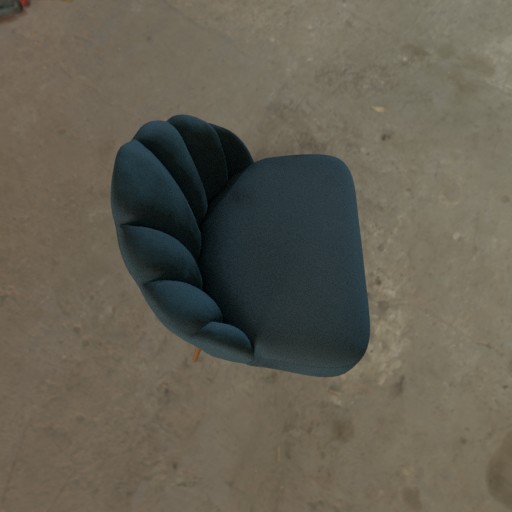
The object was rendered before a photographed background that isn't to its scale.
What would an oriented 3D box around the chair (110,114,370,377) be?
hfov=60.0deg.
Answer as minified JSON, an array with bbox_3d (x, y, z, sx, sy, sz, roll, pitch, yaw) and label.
[{"bbox_3d":[0.000,0.000,1.273,0.599,0.819,0.657,0,64,0],"label":"chair"}]
